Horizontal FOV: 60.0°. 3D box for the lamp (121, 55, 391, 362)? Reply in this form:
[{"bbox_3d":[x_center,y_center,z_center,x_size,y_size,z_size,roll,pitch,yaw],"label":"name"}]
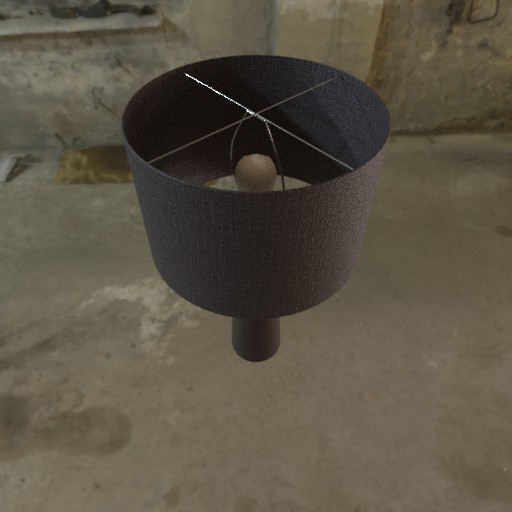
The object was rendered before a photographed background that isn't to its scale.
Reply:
[{"bbox_3d":[0.000,0.000,0.684,0.303,0.488,0.303,0,47,0],"label":"lamp"}]
